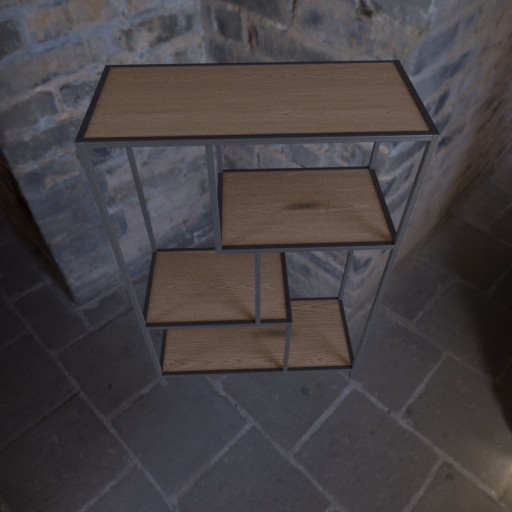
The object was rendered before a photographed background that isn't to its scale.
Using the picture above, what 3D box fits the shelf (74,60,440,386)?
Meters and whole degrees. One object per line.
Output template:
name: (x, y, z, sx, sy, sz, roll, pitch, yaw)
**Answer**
shelf: (0.000, 0.000, 1.472, 0.770, 1.138, 0.350, -2, 48, -1)
